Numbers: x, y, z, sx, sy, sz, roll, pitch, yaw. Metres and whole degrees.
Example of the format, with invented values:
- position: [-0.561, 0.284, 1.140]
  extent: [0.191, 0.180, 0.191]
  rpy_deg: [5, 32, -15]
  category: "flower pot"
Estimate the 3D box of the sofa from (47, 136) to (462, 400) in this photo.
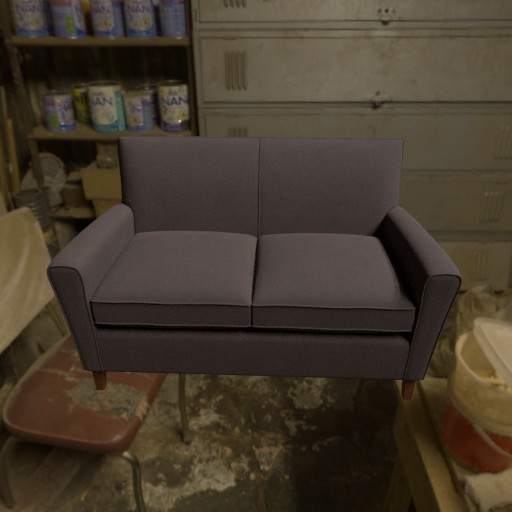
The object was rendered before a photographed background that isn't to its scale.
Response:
- position: [0.000, 0.000, 1.951]
  extent: [1.420, 0.846, 0.871]
  rpy_deg: [1, 29, 2]
  category: "sofa"
